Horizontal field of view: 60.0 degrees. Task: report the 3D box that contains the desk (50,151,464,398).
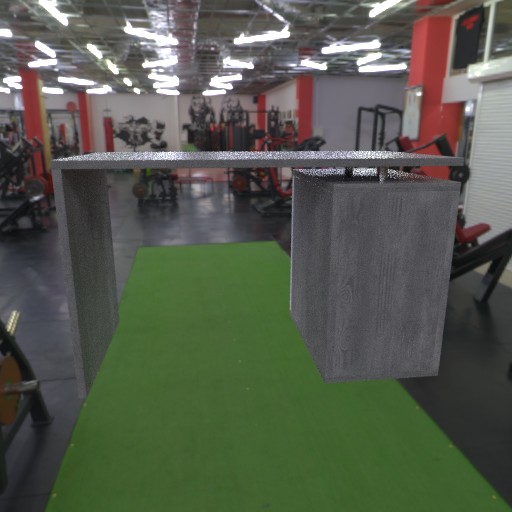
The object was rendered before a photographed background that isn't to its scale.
[{"bbox_3d":[0.000,0.000,1.659,1.200,0.740,0.600,-2,15,-7],"label":"desk"}]
